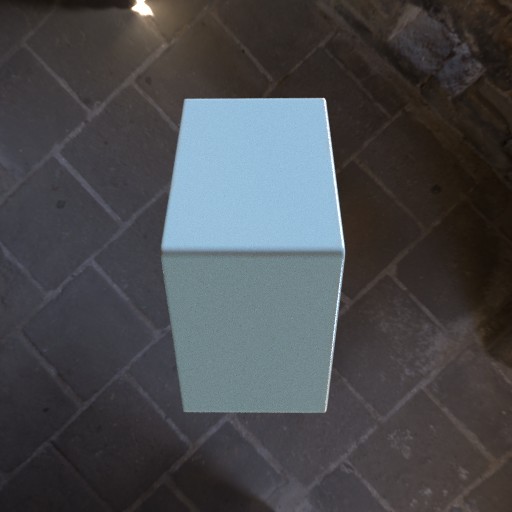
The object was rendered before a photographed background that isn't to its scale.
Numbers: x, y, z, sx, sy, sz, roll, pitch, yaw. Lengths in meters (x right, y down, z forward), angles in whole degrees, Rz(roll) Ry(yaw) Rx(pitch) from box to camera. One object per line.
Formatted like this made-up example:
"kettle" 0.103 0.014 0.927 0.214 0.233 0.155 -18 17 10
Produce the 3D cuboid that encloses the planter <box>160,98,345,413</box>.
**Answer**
"planter" 0.000 0.000 0.286 0.078 0.207 0.169 0 89 1
